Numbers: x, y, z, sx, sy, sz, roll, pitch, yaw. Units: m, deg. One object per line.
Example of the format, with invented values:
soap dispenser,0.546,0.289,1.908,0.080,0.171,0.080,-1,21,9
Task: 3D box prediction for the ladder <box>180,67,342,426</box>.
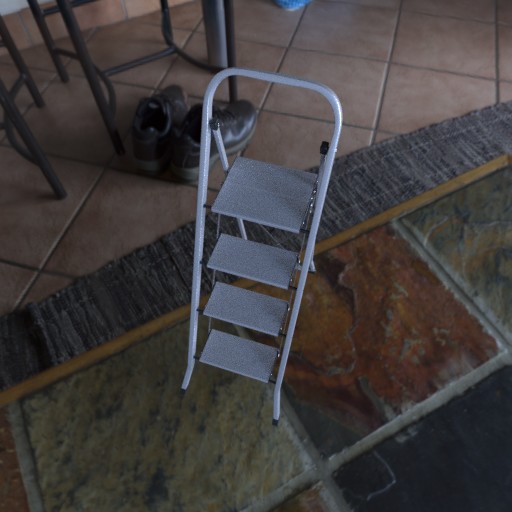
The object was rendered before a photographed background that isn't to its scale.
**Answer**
ladder,0.000,0.000,1.661,0.465,1.290,0.830,15,58,10
